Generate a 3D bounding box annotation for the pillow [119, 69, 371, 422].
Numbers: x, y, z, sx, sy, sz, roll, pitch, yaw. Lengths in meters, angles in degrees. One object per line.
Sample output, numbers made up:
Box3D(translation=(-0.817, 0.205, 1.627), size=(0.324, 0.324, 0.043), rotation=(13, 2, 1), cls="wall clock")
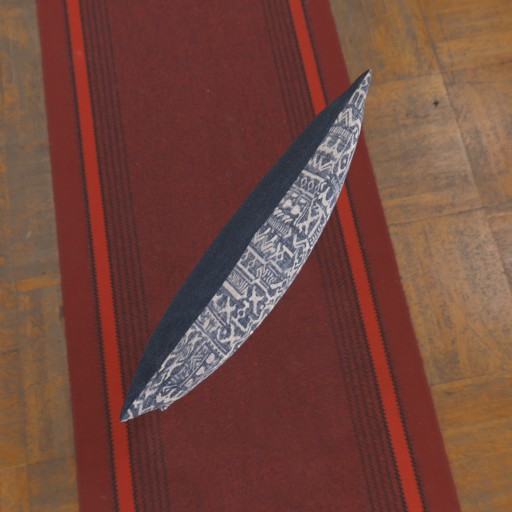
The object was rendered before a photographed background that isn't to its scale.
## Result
Box3D(translation=(0.000, 0.000, 0.747), size=(0.148, 0.292, 0.631), rotation=(34, 79, 8), cls="pillow")
